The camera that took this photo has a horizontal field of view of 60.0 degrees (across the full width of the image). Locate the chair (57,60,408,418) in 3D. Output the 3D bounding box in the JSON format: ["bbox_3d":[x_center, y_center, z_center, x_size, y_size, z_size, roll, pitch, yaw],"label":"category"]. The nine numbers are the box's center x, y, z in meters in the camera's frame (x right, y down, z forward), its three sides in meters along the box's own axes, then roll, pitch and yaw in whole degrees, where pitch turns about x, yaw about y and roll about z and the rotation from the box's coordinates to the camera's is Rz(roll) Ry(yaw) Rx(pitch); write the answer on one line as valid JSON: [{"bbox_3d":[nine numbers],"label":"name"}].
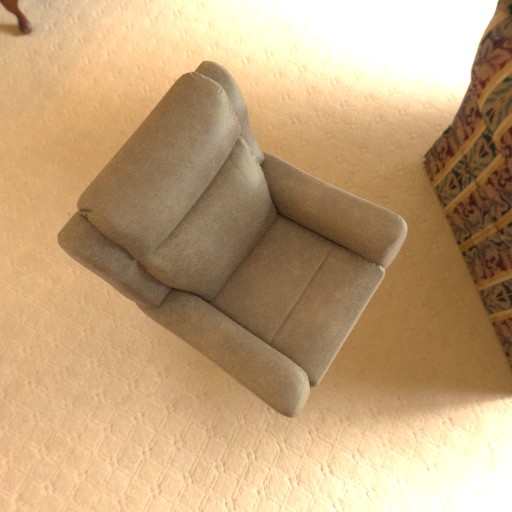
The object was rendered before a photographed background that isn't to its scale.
[{"bbox_3d":[0.000,0.000,1.916,1.068,1.116,0.965,33,76,9],"label":"chair"}]
